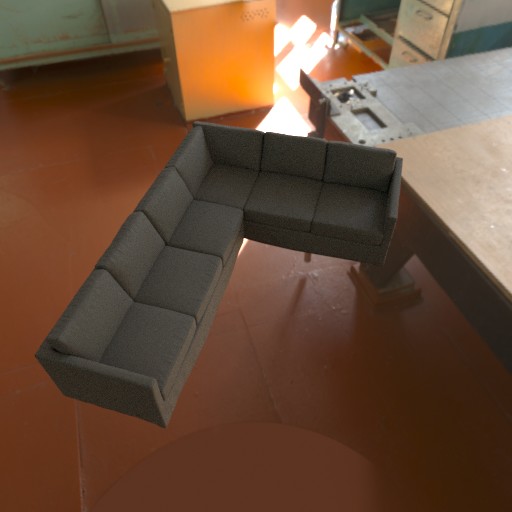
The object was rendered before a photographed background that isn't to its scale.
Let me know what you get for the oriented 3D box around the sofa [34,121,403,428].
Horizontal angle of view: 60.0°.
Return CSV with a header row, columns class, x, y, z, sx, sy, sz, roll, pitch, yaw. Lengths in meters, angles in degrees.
class,x,y,z,sx,sy,sz,roll,pitch,yaw
sofa,0.000,0.000,4.158,2.432,0.871,3.182,12,49,10
